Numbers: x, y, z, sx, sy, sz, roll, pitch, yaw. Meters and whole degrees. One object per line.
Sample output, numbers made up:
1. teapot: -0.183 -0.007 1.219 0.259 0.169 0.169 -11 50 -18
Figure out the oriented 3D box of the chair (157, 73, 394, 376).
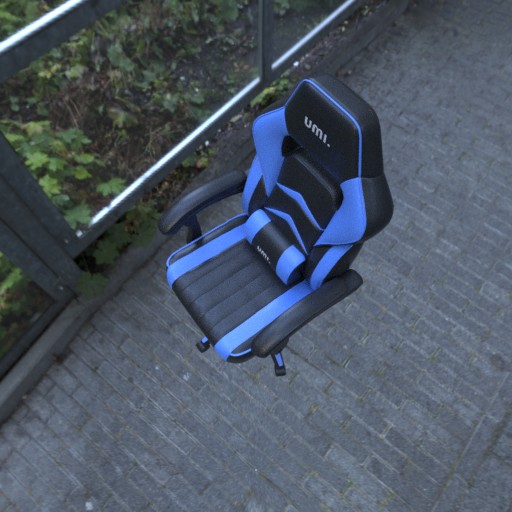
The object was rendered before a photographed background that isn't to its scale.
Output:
1. chair: 0.000 0.000 1.697 0.700 1.280 0.700 -35 69 -15
